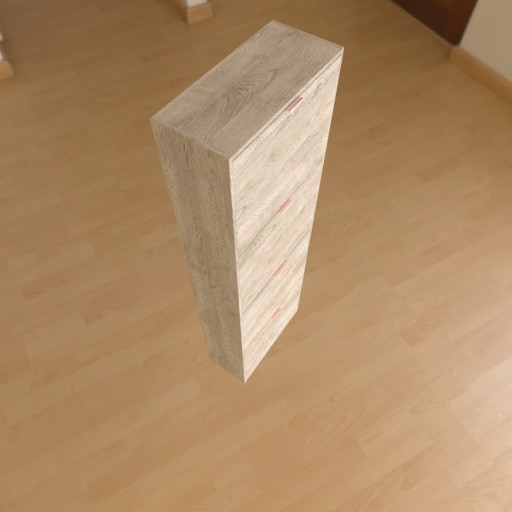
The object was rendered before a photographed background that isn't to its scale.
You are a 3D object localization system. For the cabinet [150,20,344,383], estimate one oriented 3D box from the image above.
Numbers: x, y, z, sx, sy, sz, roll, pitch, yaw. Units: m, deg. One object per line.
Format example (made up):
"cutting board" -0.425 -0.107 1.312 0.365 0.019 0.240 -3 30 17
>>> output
"cabinet" 0.000 0.000 1.808 0.250 1.630 0.520 31 62 18
